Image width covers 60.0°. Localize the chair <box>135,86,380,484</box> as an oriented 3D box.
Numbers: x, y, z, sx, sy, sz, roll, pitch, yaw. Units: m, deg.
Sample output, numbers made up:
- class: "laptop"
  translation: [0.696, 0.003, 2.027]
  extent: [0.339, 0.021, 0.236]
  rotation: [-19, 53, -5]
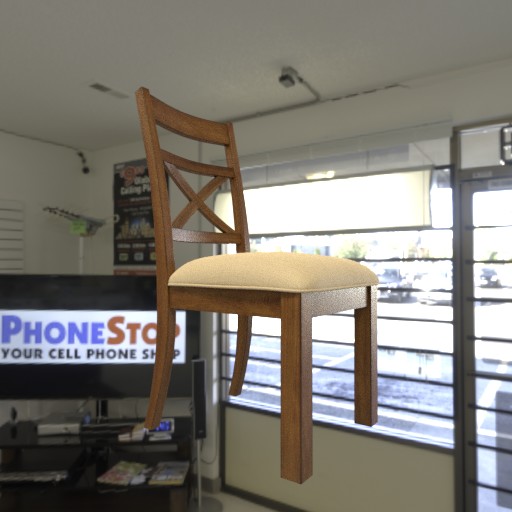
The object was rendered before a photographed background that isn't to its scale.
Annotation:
- class: "chair"
  translation: [0.000, 0.000, 1.255]
  extent: [0.581, 0.949, 0.461]
  rotation: [-1, -1, 36]
